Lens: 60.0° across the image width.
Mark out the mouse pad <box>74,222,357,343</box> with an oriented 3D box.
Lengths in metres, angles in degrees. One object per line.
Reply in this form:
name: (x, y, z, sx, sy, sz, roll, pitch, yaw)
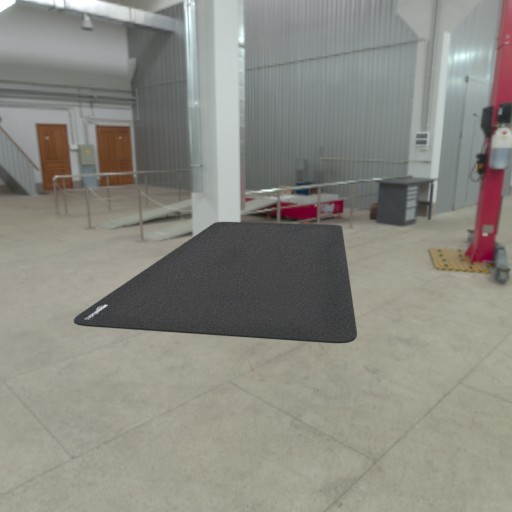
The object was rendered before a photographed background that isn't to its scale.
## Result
mouse pad: (0.000, 0.000, 1.056, 0.424, 0.003, 0.907, 2, 14, 9)
